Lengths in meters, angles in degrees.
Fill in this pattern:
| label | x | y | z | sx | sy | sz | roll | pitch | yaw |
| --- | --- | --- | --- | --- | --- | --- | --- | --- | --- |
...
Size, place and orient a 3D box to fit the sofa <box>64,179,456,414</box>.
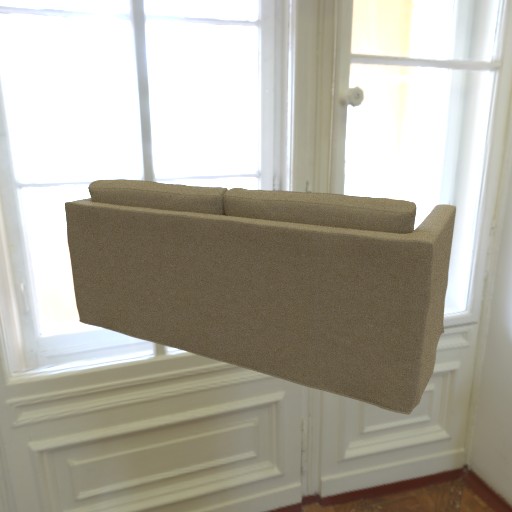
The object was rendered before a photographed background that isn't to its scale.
| label | x | y | z | sx | sy | sz | roll | pitch | yaw |
| --- | --- | --- | --- | --- | --- | --- | --- | --- | --- |
| sofa | 0.000 | 0.000 | 2.500 | 1.987 | 0.847 | 0.956 | 8 | 18 | 27 |
